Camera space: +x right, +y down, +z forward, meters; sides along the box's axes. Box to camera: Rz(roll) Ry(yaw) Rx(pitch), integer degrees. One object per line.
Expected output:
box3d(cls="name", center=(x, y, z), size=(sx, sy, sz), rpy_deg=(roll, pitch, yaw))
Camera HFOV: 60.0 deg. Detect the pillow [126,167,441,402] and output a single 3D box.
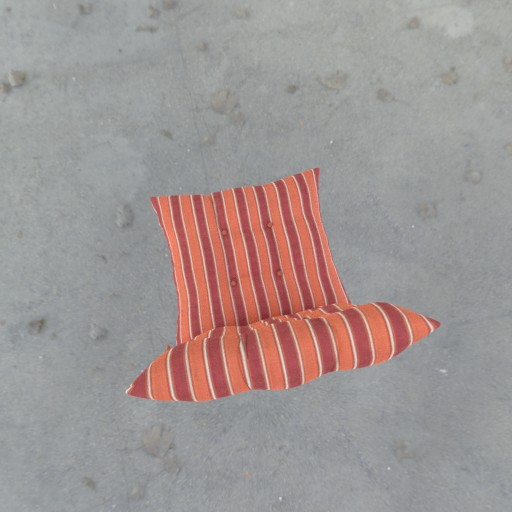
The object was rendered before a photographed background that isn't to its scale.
box3d(cls="pillow", center=(0.000, 0.000, 1.006), size=(0.541, 0.536, 0.585), rpy_deg=(-11, 74, -3))
